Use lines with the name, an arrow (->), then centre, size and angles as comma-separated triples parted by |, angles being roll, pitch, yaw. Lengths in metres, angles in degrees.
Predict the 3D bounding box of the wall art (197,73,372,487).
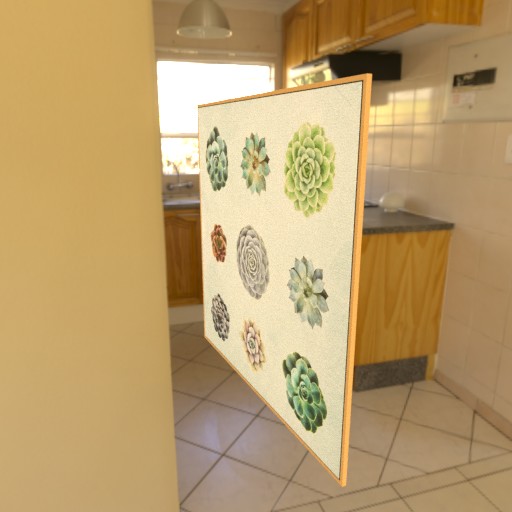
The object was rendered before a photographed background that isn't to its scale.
wall art -> 0.000, 0.000, 1.394 | 0.013, 0.959, 0.962 | -8, 17, -26
